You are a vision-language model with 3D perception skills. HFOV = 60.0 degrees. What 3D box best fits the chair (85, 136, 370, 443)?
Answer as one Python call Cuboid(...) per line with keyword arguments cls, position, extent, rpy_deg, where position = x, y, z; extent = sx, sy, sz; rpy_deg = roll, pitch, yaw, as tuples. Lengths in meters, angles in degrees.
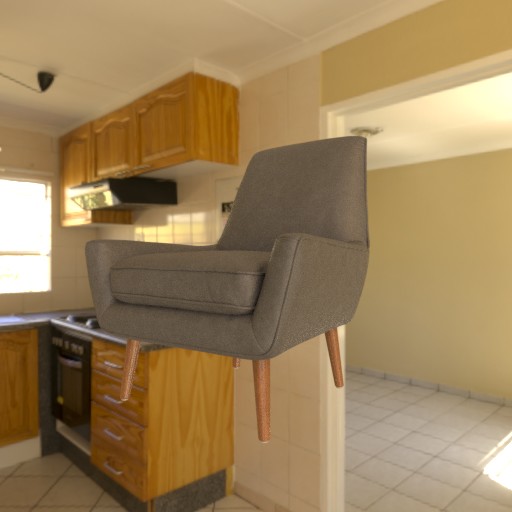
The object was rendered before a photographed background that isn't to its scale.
Cuboid(cls="chair", position=(0.000, 0.000, 1.481), extent=(0.787, 0.888, 0.822), rpy_deg=(0, 0, 36))
